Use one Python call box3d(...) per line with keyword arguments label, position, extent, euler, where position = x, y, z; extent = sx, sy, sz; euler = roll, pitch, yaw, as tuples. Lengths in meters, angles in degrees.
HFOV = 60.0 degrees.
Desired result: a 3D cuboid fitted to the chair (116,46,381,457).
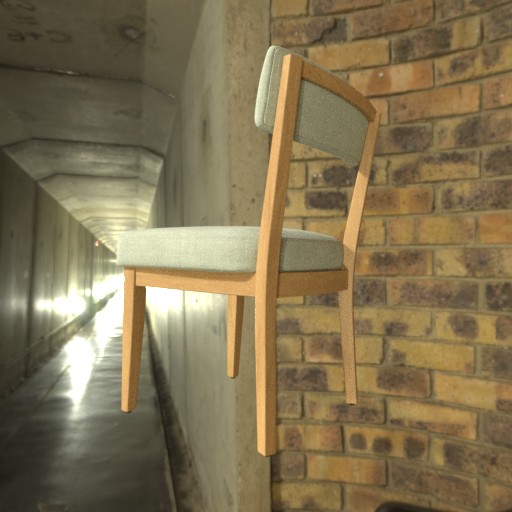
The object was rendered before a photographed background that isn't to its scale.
box3d(label="chair", position=(0.000, 0.000, 1.192), extent=(0.572, 0.832, 0.508), euler=(0, -1, 37))
